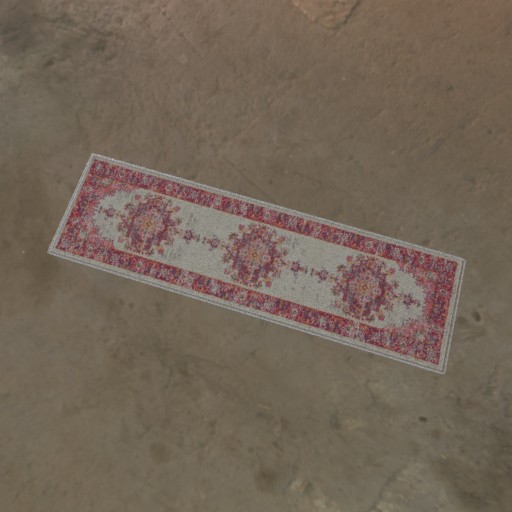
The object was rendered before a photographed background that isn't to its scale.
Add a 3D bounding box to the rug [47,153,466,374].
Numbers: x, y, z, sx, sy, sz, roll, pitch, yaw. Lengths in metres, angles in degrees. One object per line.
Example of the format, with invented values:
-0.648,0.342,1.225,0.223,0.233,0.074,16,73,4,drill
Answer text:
0.000,0.000,2.523,2.294,0.011,0.666,16,75,5,rug
